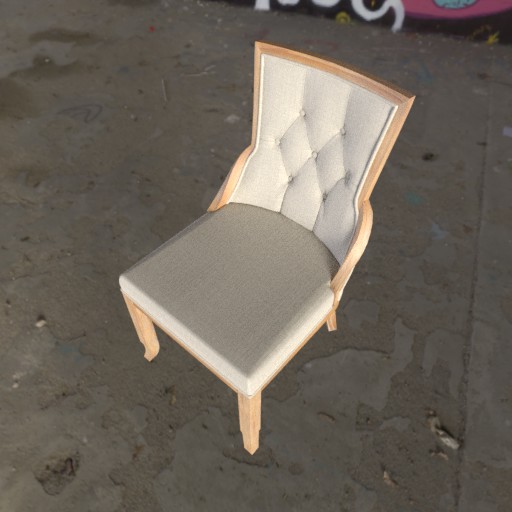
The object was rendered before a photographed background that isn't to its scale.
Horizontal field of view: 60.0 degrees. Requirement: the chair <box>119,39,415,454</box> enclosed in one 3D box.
[{"bbox_3d":[0.000,0.000,1.306,0.524,0.947,0.641,33,56,26],"label":"chair"}]
